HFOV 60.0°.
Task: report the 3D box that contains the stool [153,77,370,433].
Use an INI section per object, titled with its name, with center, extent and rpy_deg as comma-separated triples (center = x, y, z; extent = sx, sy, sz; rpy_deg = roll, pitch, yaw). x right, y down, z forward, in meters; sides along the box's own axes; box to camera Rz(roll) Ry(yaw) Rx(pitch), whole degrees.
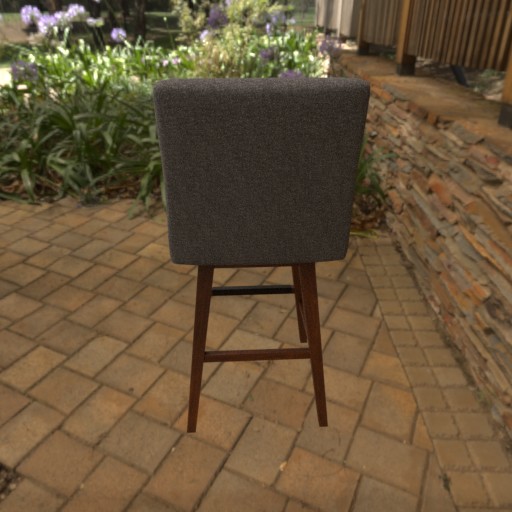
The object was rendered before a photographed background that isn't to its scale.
[stool]
center = 0.000, 0.000, 1.355
extent = 0.489, 1.068, 0.572
rpy_deg = -1, 28, -3
